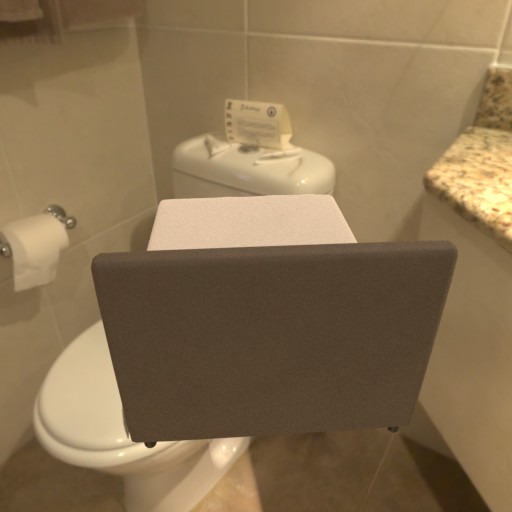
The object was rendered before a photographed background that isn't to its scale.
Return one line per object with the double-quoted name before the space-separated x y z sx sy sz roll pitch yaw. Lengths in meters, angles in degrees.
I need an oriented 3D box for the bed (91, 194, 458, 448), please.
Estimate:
"bed" 0.000 0.000 3.173 1.723 1.330 2.142 -2 32 -3
